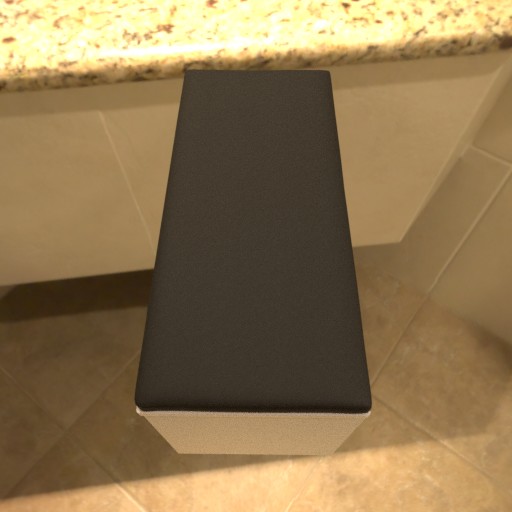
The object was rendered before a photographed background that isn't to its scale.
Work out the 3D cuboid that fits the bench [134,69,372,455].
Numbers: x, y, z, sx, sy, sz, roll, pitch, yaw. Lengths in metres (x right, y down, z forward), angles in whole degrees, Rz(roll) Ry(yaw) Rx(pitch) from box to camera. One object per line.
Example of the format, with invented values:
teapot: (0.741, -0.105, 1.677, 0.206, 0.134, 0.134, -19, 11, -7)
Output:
bench: (0.000, 0.000, 1.167, 0.401, 0.500, 0.899, 1, 58, 0)
